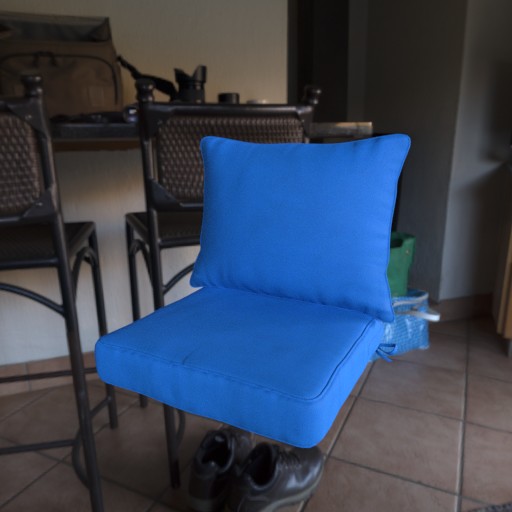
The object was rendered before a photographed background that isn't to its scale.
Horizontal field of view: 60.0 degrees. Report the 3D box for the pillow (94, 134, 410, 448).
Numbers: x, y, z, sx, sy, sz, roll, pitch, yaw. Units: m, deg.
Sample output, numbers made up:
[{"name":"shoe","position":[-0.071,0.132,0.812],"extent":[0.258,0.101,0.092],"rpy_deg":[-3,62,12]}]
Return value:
[{"name":"pillow","position":[0.000,0.000,1.357],"extent":[0.798,0.725,0.733],"rpy_deg":[7,16,27]}]
